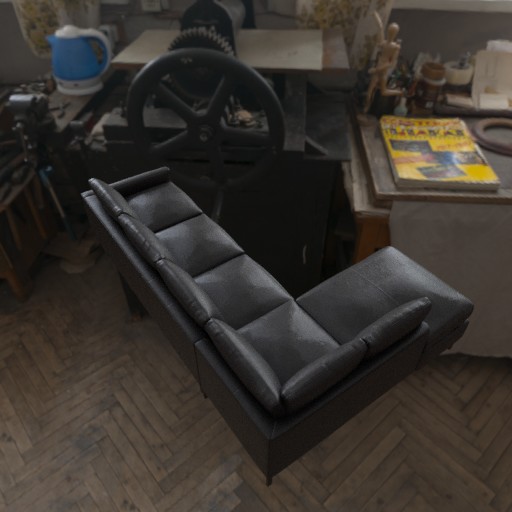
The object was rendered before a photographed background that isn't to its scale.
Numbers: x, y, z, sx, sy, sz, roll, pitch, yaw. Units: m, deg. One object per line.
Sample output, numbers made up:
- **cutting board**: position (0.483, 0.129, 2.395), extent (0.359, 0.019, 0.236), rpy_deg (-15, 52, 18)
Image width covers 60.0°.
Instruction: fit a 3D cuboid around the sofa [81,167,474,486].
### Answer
- **sofa**: position (0.000, 0.000, 3.825), extent (1.938, 0.877, 2.984), rpy_deg (-26, 48, -26)
